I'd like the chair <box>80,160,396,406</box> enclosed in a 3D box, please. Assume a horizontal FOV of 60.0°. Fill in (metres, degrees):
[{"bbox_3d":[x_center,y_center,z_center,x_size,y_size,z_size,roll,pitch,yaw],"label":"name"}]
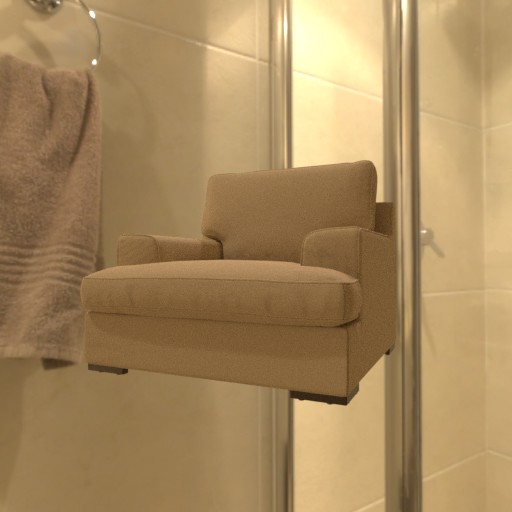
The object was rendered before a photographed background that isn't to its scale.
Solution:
[{"bbox_3d":[0.000,0.000,2.160,1.293,1.005,1.274,0,-1,18],"label":"chair"}]
